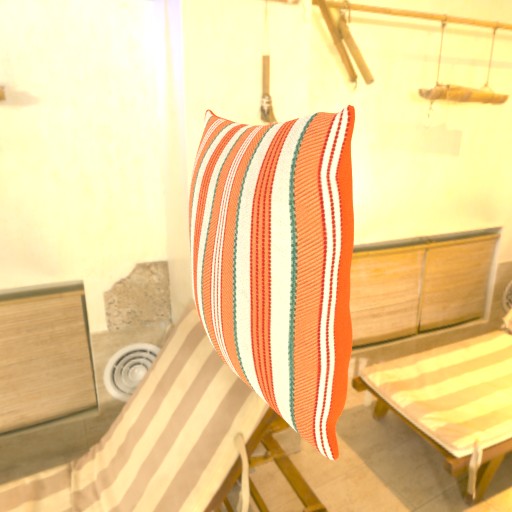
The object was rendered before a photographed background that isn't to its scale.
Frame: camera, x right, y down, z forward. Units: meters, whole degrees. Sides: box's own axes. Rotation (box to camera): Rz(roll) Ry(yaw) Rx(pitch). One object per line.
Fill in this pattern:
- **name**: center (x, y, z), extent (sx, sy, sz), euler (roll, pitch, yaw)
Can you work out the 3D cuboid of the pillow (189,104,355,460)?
- **pillow**: center (0.000, 0.000, 0.684), extent (0.182, 0.441, 0.440), euler (-8, 18, -24)
